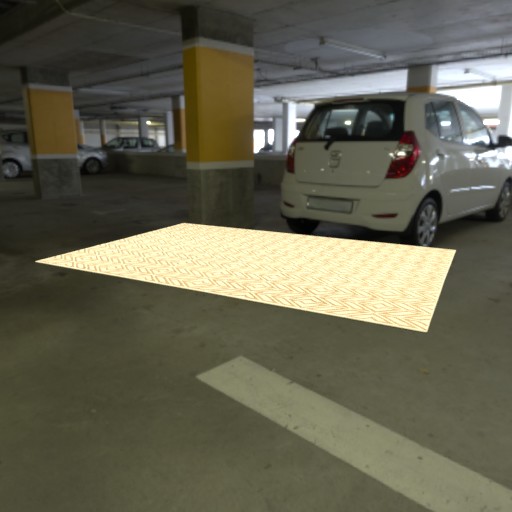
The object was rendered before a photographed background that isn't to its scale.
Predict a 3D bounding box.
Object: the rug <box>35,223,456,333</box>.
[{"bbox_3d":[0.000,0.000,2.303,1.828,0.007,1.220,7,16,27],"label":"rug"}]
